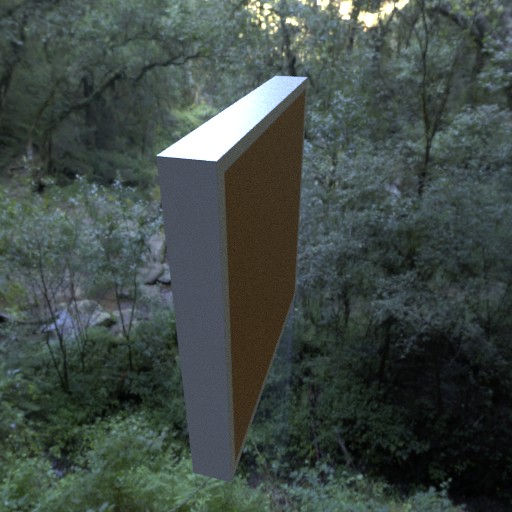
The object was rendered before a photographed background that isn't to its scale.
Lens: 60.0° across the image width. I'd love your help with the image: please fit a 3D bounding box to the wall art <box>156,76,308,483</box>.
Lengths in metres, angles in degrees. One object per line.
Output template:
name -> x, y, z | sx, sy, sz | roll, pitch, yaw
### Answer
wall art -> 0.000, 0.000, 0.460 | 0.038, 0.305, 0.305 | 8, 32, 13
